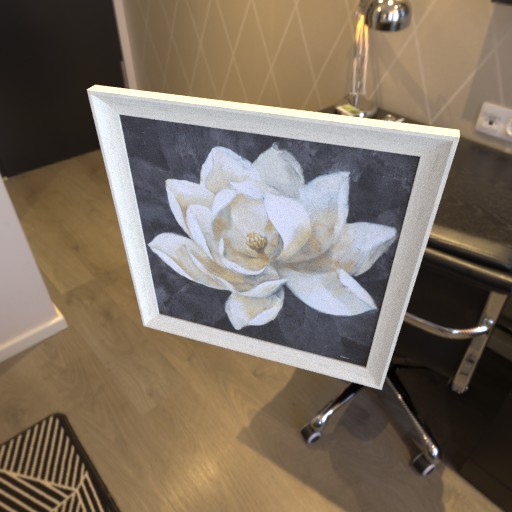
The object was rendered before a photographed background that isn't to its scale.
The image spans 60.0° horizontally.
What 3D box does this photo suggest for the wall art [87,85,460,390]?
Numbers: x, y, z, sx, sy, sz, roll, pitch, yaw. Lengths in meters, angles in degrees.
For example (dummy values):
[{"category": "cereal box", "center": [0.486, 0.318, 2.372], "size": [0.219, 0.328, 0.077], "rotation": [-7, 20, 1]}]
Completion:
[{"category": "wall art", "center": [0.000, 0.000, 1.496], "size": [1.016, 1.016, 0.045], "rotation": [12, 41, 14]}]
